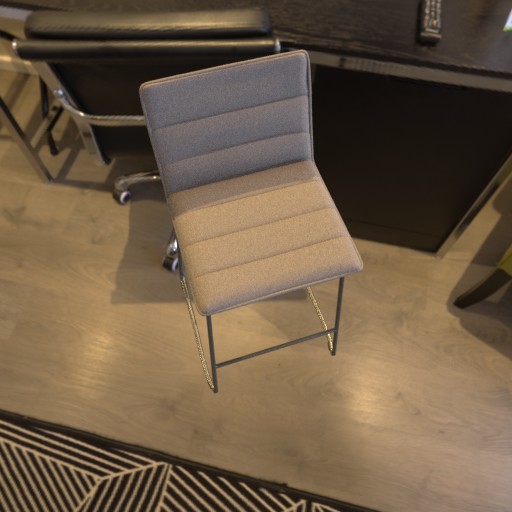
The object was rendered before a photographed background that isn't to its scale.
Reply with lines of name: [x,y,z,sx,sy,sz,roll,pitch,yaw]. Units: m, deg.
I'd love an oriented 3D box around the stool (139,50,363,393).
stool: [0.000,0.000,1.282,0.490,0.960,0.490,-15,63,-8]
